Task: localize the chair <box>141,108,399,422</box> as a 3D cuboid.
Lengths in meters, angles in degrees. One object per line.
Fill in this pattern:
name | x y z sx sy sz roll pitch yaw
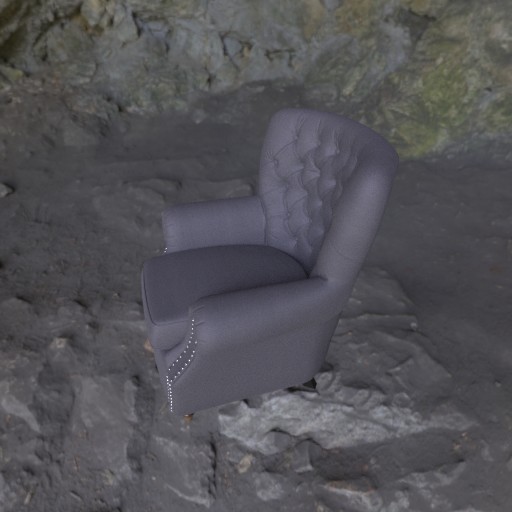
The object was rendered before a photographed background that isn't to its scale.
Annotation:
chair | 0.000 0.000 1.883 0.983 1.046 0.983 -9 32 -15
